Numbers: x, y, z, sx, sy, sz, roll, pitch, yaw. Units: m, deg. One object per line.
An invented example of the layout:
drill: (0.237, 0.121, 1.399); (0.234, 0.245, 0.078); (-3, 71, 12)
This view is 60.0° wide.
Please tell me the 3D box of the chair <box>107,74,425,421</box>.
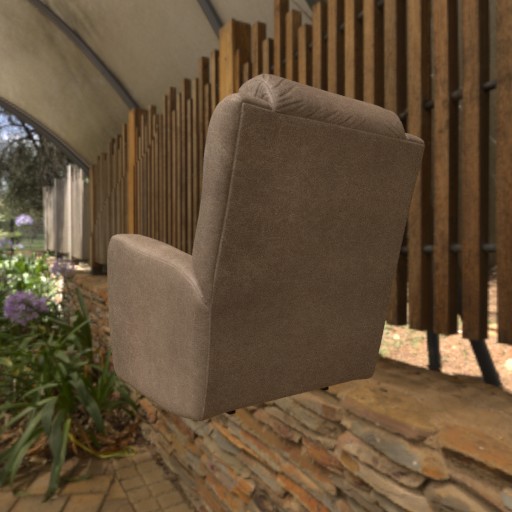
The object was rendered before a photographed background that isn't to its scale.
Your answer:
chair: (0.000, 0.000, 1.862); (0.967, 1.116, 1.068); (-1, 1, -35)
